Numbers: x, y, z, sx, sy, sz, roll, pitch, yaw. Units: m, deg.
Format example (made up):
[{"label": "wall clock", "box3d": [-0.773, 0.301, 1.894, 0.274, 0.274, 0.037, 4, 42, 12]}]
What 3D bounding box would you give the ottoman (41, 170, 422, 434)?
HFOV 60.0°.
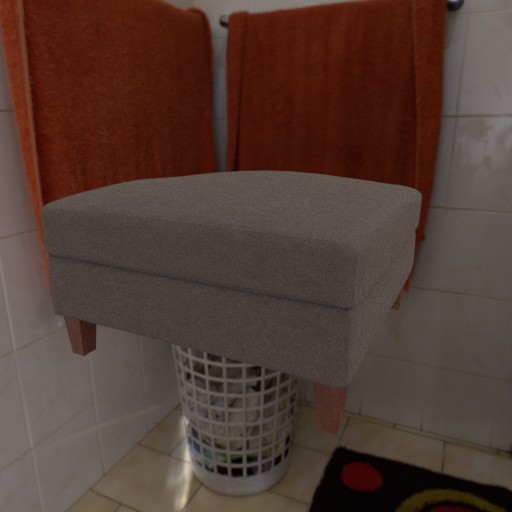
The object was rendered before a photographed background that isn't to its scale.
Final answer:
[{"label": "ottoman", "box3d": [0.000, 0.000, 1.384, 0.861, 0.482, 0.881, 8, 18, 26]}]
